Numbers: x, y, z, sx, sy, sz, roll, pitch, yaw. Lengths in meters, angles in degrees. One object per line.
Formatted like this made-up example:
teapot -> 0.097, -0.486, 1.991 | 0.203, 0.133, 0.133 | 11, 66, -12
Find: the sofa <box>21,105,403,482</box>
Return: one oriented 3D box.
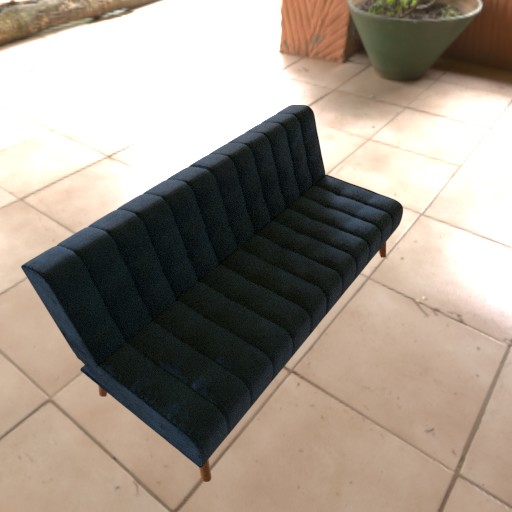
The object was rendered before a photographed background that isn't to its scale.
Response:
sofa -> 0.000, 0.000, 2.243 | 0.855, 0.813, 1.804 | 26, 48, 26
